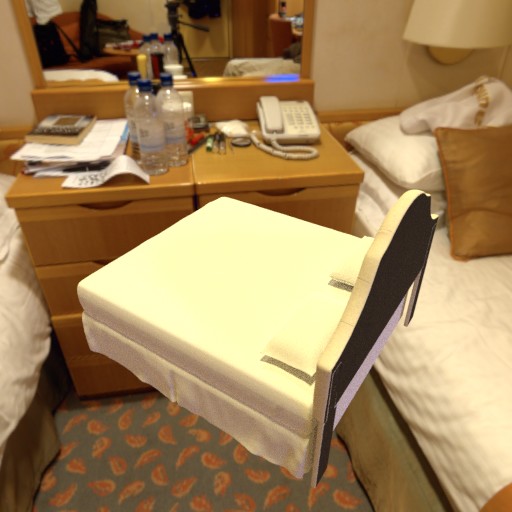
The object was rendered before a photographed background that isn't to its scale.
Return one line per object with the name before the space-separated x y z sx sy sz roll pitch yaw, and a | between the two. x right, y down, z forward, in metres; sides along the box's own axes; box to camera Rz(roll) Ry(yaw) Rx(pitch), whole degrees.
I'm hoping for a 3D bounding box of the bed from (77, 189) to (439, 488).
bed | 0.000 0.000 3.524 2.214 1.615 2.008 20 39 28
